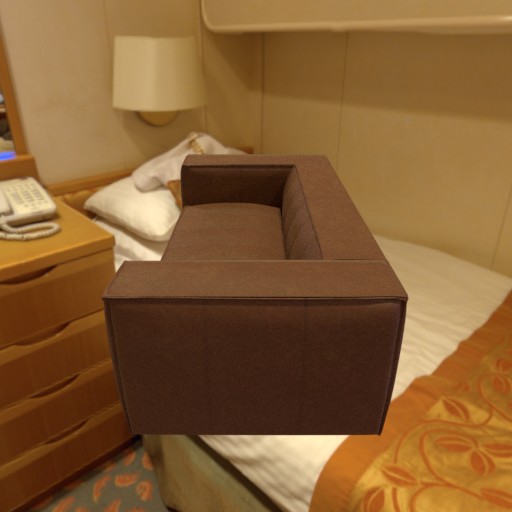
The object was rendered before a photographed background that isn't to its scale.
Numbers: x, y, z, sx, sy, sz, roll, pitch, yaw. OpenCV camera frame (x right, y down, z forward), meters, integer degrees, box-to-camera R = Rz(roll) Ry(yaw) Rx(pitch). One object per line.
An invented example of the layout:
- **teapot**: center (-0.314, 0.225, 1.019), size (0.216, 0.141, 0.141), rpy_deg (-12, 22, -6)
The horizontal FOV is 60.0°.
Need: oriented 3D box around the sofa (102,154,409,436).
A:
- **sofa**: center (0.000, 0.000, 2.538), size (1.102, 0.703, 2.088), rpy_deg (0, 26, 0)
